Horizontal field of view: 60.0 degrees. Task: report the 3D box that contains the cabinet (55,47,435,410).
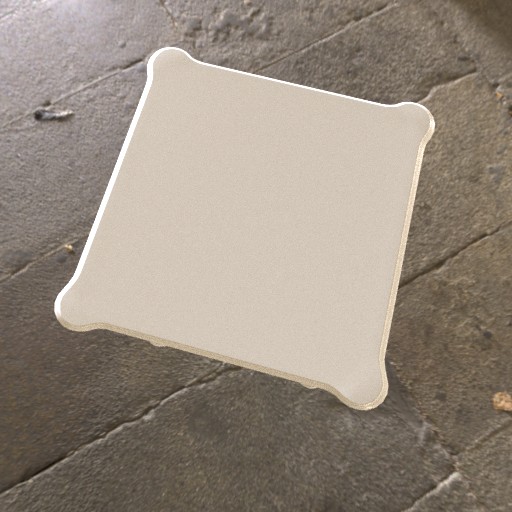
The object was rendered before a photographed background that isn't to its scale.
[{"bbox_3d":[0.000,0.000,1.227,0.628,0.761,0.627,15,76,4],"label":"cabinet"}]
